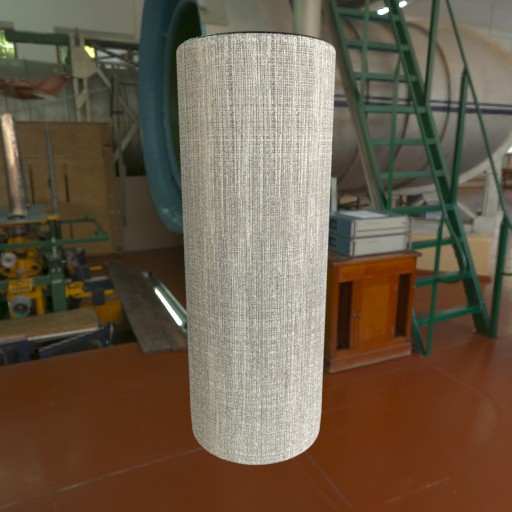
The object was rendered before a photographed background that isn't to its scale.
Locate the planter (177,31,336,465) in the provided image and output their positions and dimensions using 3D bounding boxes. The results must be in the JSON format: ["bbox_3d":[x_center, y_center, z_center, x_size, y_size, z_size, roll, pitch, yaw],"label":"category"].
[{"bbox_3d":[0.000,0.000,0.314,0.100,0.270,0.100,2,14,9],"label":"planter"}]
